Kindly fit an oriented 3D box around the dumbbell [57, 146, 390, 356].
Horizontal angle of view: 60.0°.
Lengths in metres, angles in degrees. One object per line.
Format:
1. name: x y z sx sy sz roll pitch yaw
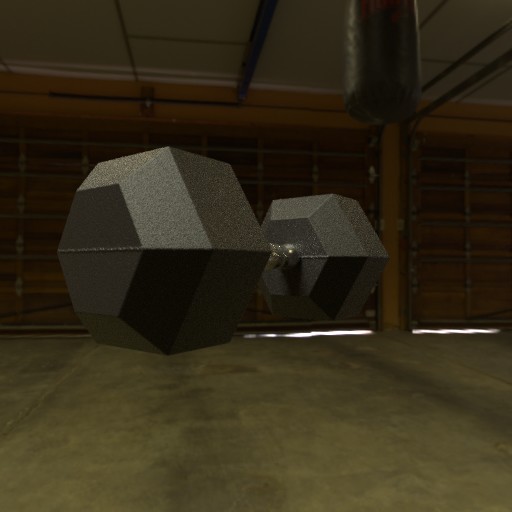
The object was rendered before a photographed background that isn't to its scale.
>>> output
1. dumbbell: 0.000 0.000 0.472 0.173 0.150 0.384 -1 -2 37
